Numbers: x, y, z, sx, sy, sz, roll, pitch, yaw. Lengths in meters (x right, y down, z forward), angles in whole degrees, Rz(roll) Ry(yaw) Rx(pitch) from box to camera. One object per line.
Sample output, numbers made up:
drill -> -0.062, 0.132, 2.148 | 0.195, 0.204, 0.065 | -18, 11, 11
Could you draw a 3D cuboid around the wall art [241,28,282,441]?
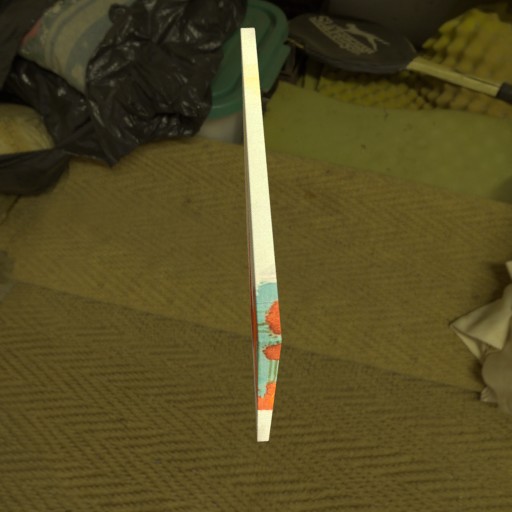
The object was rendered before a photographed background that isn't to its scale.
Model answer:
wall art -> 0.000, 0.000, 1.519 | 0.044, 1.017, 1.017 | -2, 58, -2
